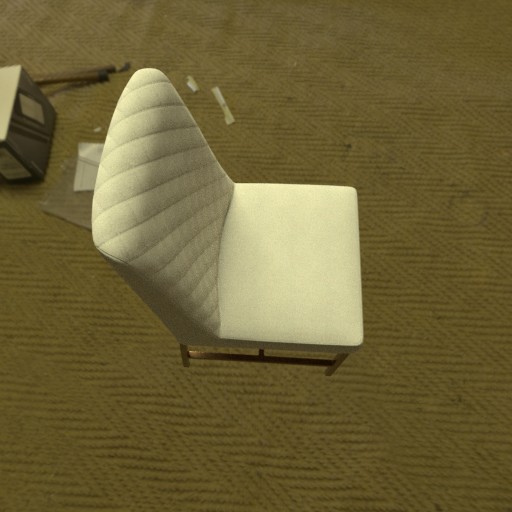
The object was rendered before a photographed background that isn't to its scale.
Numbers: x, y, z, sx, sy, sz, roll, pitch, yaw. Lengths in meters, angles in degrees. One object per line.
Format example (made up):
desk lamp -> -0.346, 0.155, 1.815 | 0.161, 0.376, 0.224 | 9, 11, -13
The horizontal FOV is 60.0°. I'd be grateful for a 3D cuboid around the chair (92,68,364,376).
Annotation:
chair -> 0.000, 0.000, 1.263 | 0.597, 0.933, 0.503 | 3, 65, 1
